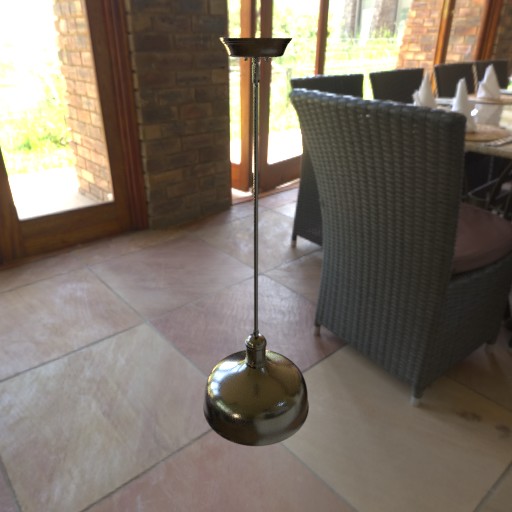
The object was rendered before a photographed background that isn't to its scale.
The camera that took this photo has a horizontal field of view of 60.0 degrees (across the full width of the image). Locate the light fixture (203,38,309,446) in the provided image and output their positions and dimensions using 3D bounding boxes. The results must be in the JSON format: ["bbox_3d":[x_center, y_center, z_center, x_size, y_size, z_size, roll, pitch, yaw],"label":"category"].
[{"bbox_3d":[0.000,0.000,1.059,0.299,0.935,0.299,-19,32,-33],"label":"light fixture"}]
